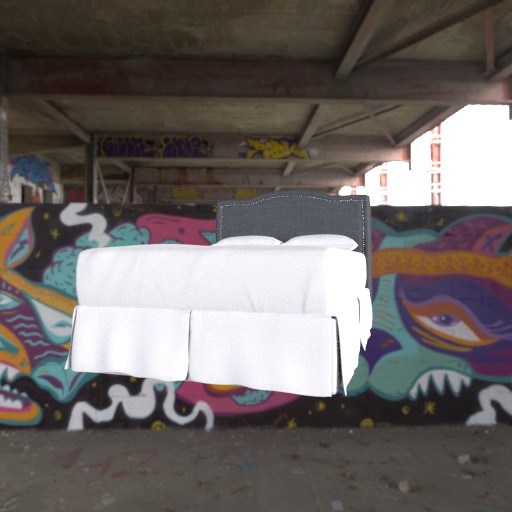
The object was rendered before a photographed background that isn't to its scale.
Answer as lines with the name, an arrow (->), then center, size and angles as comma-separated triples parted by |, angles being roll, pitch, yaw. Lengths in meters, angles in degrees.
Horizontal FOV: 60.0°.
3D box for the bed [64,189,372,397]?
bed -> 0.000, 0.000, 3.620 | 1.747, 1.441, 2.507 | 0, -1, 18
